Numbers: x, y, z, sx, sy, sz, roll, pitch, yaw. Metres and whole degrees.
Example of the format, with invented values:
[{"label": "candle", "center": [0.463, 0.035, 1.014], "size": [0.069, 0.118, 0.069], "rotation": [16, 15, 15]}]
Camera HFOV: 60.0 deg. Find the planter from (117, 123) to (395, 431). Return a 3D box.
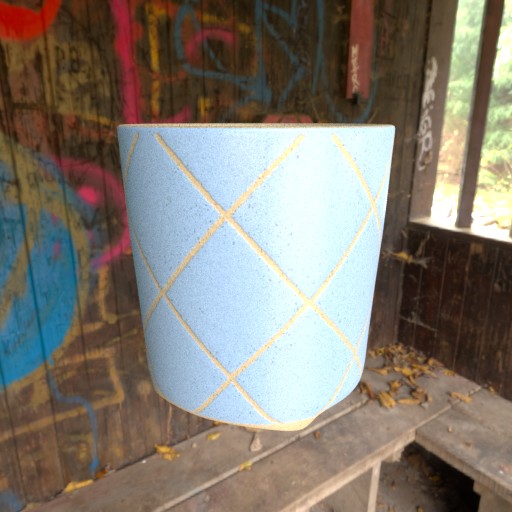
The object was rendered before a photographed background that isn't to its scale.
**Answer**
[{"label": "planter", "center": [0.000, 0.000, 0.412], "size": [0.227, 0.235, 0.227], "rotation": [0, 17, 0]}]
